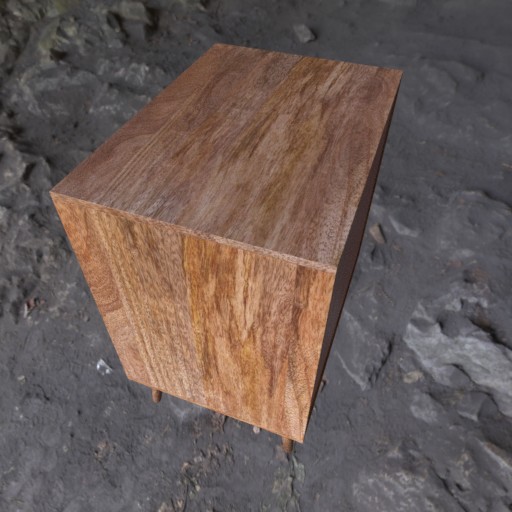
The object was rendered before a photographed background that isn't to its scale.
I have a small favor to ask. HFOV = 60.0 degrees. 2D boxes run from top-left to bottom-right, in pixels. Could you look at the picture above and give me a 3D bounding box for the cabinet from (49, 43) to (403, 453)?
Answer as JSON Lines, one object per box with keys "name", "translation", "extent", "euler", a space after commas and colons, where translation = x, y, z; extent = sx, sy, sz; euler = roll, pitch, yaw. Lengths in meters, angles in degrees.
{"name": "cabinet", "translation": [0.000, 0.000, 1.128], "extent": [0.473, 0.758, 0.647], "euler": [15, 48, 14]}
